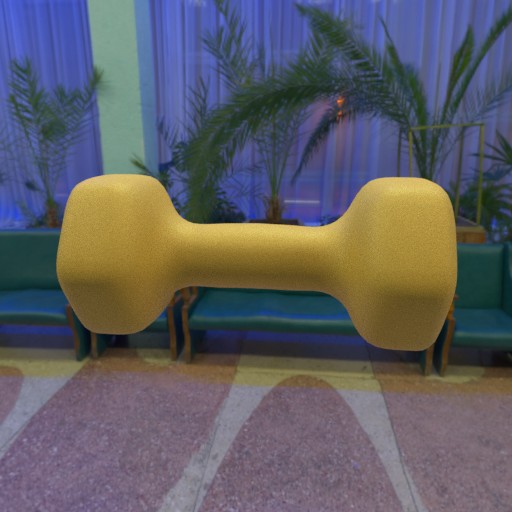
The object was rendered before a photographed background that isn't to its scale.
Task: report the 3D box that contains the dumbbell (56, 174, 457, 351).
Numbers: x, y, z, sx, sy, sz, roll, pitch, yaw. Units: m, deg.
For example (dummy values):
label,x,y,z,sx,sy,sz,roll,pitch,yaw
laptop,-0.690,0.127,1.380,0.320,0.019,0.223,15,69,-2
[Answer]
label,x,y,z,sx,sy,sz,roll,pitch,yaw
dumbbell,0.000,0.000,0.233,0.190,0.082,0.090,2,16,7
